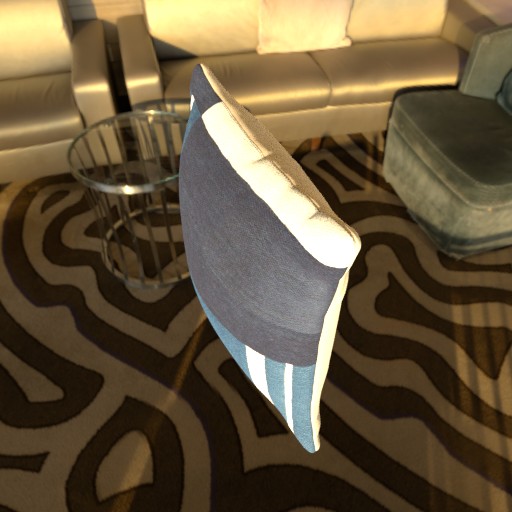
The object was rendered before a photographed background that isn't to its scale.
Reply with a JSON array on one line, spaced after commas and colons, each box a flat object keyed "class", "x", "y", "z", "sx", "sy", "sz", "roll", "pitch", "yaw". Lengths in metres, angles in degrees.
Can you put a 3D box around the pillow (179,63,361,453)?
[{"class": "pillow", "x": 0.000, "y": 0.000, "z": 0.783, "sx": 0.229, "sy": 0.506, "sz": 0.536, "roll": -17, "pitch": 48, "yaw": -16}]
